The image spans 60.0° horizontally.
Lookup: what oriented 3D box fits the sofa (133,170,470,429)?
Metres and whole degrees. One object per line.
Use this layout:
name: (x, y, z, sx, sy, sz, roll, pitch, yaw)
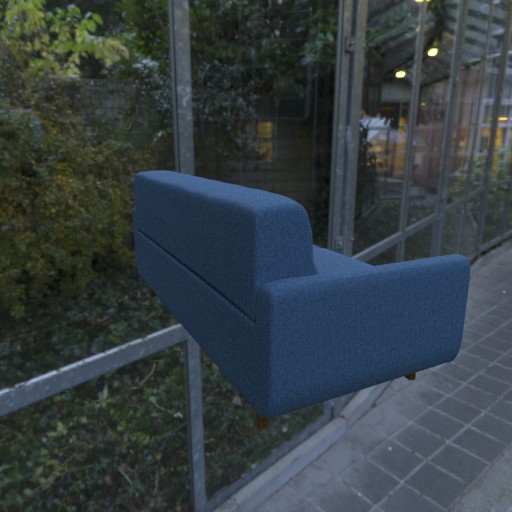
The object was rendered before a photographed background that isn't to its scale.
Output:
sofa: (0.000, 0.000, 2.503, 0.942, 0.884, 2.055, -7, 16, -26)
